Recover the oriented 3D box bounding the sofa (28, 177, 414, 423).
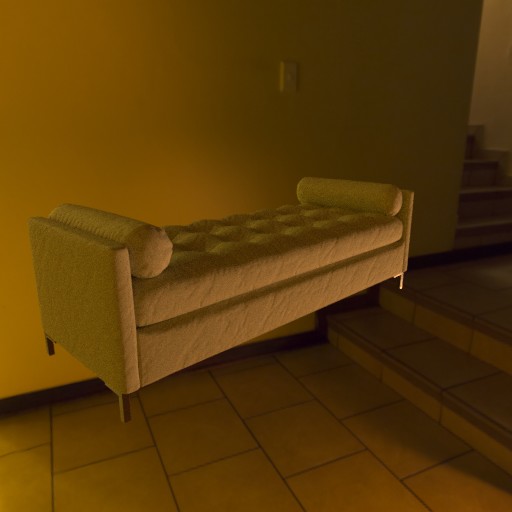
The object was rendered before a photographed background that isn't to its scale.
[{"bbox_3d":[0.000,0.000,2.456,2.102,0.705,0.796,-15,22,-43],"label":"sofa"}]
